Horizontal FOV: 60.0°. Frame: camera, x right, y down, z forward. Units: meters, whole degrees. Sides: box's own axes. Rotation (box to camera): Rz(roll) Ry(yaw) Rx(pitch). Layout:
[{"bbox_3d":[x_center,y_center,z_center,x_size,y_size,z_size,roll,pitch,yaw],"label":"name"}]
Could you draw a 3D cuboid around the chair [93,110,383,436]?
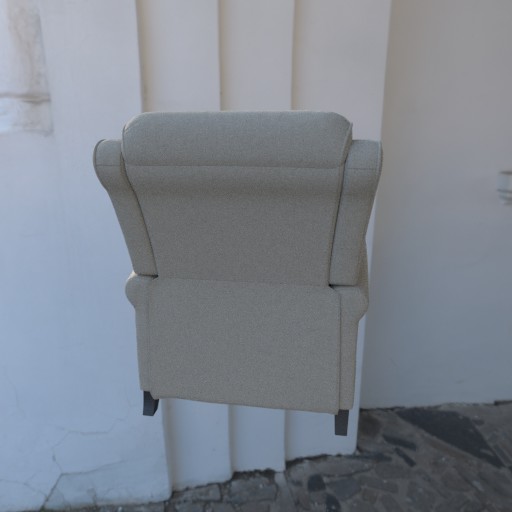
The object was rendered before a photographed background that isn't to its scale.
[{"bbox_3d":[0.000,0.000,1.720,0.859,1.046,0.919,2,16,9],"label":"chair"}]
